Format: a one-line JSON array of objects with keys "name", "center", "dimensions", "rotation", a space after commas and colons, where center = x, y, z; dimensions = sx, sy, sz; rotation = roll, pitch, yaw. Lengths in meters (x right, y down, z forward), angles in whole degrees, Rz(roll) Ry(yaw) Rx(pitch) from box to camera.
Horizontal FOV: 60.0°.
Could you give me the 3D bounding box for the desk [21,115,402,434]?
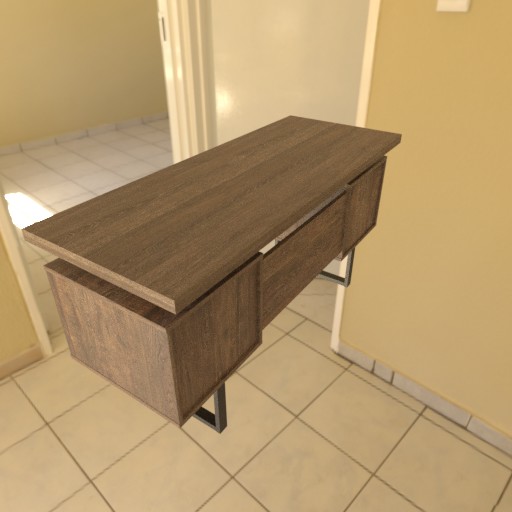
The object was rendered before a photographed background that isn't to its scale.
[{"name": "desk", "center": [0.000, 0.000, 1.869], "dimensions": [0.600, 0.760, 1.524], "rotation": [20, 37, 29]}]
